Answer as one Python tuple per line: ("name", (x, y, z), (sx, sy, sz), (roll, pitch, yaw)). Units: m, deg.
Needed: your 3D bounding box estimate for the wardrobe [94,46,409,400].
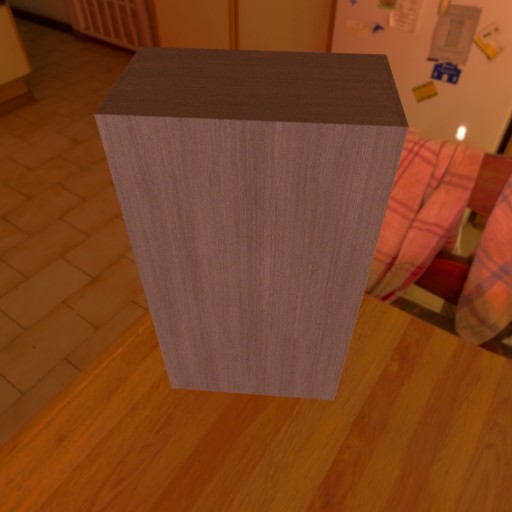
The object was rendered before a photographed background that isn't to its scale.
("wardrobe", (0.000, 0.000, 2.235), (0.991, 1.808, 0.577), (3, 46, 3))
